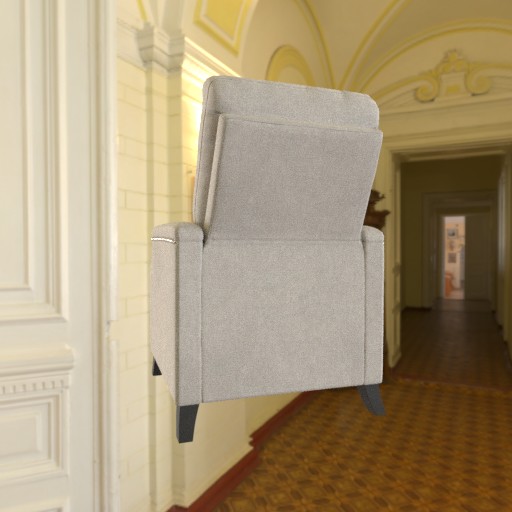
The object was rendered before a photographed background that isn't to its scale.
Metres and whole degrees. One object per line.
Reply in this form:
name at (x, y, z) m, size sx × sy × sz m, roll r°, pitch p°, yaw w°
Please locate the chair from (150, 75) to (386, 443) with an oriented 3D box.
chair at (0.000, 0.000, 1.667) m, size 0.710 × 1.049 × 0.922 m, roll 0°, pitch 1°, yaw -19°
